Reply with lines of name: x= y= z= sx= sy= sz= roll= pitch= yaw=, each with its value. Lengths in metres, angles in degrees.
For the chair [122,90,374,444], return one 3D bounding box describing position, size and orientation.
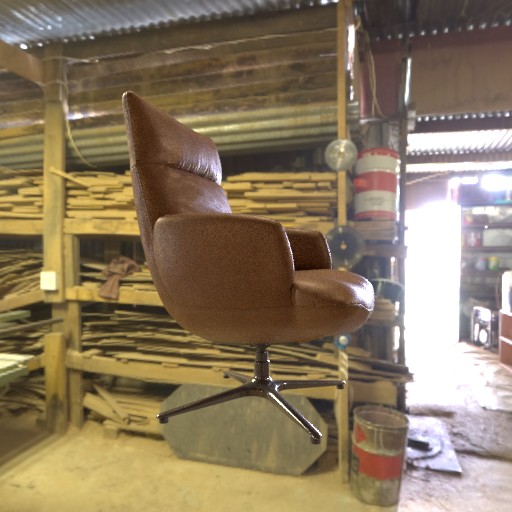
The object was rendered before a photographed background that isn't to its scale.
chair: x=0.000 y=0.000 z=1.550 sx=0.794 sy=1.027 sz=0.711 roll=0 pitch=0 yaw=18
